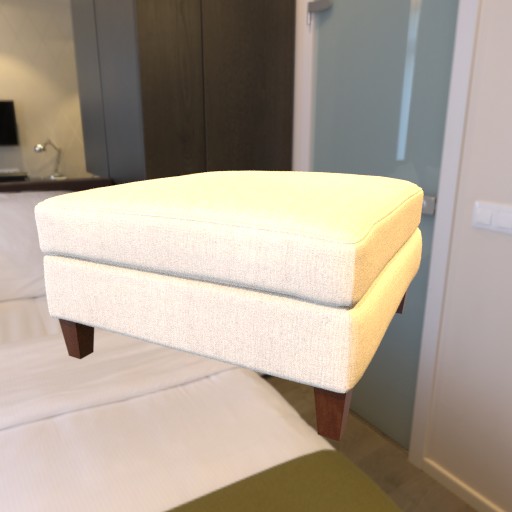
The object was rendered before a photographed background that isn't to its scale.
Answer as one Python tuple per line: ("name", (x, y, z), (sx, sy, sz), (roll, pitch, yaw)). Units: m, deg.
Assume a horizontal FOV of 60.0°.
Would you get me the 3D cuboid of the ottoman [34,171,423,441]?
("ottoman", (0.000, 0.000, 1.308), (0.838, 0.478, 0.838), (8, 18, 26))
